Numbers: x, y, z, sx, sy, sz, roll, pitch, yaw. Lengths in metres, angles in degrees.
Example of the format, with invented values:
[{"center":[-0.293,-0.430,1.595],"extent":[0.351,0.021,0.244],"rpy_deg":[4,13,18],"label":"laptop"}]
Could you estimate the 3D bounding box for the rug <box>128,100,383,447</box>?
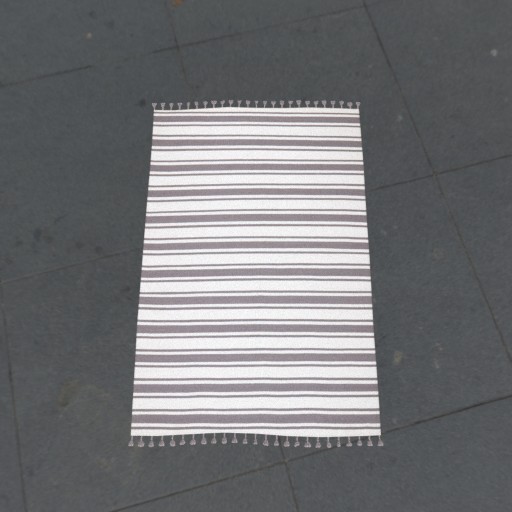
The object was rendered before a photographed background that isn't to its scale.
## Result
[{"center":[0.000,0.000,3.024],"extent":[1.563,0.014,2.425],"rpy_deg":[0,75,0],"label":"rug"}]
